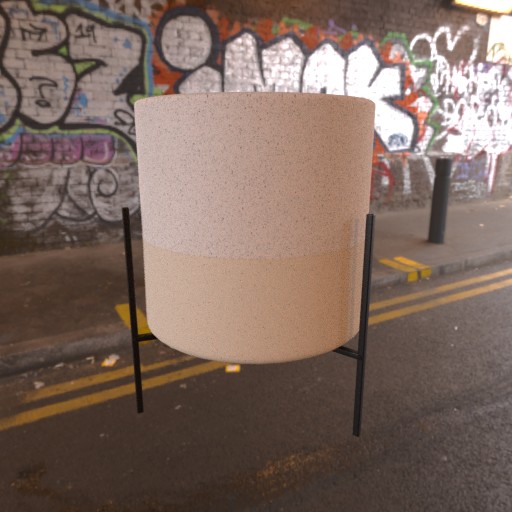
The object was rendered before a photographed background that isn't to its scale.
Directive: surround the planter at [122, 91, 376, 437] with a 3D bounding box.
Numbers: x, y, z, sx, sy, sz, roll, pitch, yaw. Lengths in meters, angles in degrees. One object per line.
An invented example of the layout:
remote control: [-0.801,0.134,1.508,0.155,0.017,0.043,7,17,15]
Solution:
planter: [0.000,0.000,0.649,0.313,0.423,0.335,2,15,9]
